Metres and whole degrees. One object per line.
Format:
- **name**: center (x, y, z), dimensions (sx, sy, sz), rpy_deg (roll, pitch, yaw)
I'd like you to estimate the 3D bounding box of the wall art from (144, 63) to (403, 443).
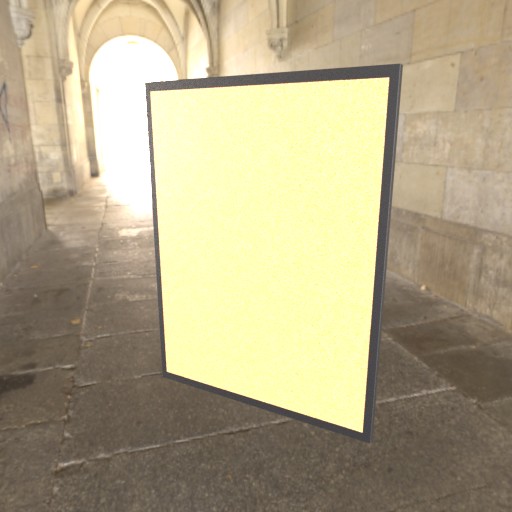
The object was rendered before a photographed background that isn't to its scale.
- **wall art**: center (0.000, 0.000, 1.347), dimensions (0.774, 1.027, 0.030), rpy_deg (8, 17, 27)
